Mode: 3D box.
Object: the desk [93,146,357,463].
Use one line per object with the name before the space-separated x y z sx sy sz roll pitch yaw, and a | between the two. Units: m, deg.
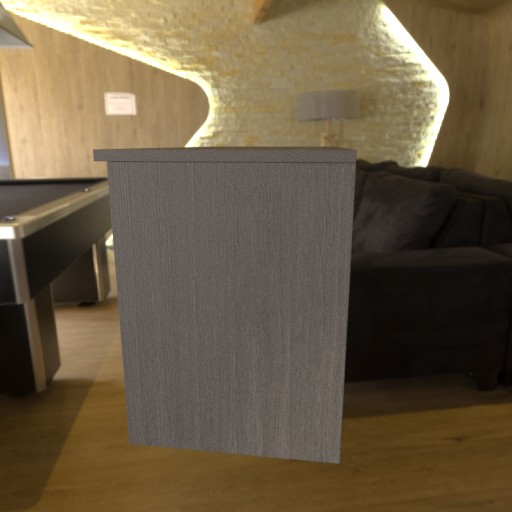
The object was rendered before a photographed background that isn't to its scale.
desk | 0.000 0.000 1.534 0.557 0.729 1.099 2 14 8
